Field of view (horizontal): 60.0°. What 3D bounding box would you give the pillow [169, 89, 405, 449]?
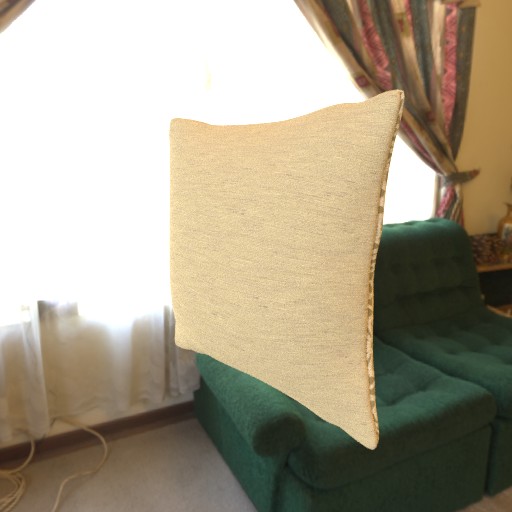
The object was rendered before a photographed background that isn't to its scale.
[{"bbox_3d":[0.000,0.000,0.652,0.167,0.421,0.438,-12,17,-42],"label":"pillow"}]
